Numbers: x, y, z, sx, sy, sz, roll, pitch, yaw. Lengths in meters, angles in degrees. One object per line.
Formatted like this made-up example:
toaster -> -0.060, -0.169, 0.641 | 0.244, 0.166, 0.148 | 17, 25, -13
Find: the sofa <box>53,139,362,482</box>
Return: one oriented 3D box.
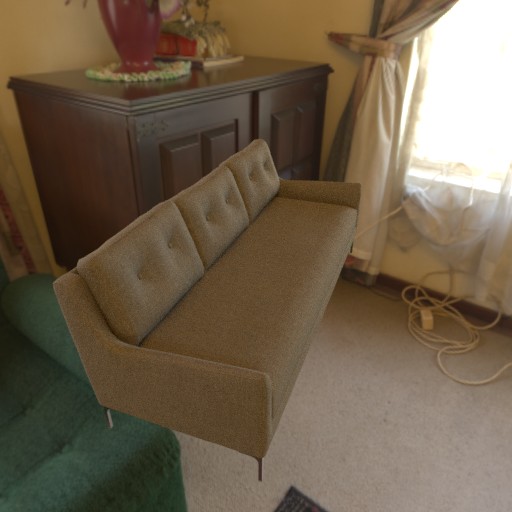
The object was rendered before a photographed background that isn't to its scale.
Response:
sofa -> 0.000, 0.000, 2.490 | 0.849, 0.837, 2.060 | 11, 31, 18
